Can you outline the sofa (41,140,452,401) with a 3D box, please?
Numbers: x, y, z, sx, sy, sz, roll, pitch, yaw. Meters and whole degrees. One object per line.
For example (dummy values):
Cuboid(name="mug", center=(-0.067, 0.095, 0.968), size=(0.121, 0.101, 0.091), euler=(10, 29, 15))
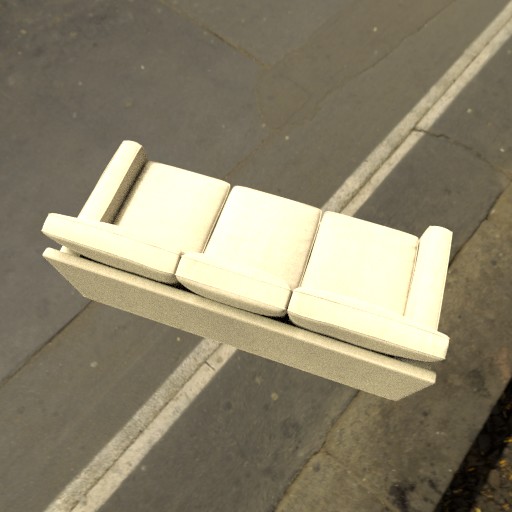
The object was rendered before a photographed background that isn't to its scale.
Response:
Cuboid(name="sofa", center=(0.000, 0.000, 2.603), size=(2.093, 0.862, 0.936), euler=(17, 66, 8))
